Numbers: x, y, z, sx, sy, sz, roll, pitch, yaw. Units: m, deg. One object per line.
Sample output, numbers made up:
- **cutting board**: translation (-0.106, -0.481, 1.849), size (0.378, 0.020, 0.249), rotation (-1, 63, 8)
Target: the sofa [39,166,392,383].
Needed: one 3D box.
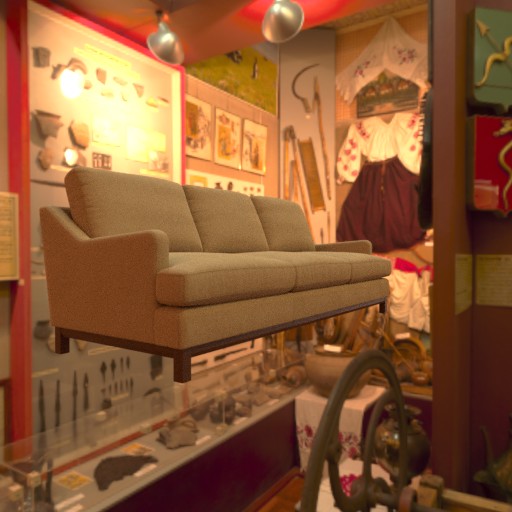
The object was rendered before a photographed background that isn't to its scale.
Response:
- **sofa**: translation (0.000, 0.000, 2.822), size (1.000, 0.913, 2.321), rotation (1, 1, 35)
